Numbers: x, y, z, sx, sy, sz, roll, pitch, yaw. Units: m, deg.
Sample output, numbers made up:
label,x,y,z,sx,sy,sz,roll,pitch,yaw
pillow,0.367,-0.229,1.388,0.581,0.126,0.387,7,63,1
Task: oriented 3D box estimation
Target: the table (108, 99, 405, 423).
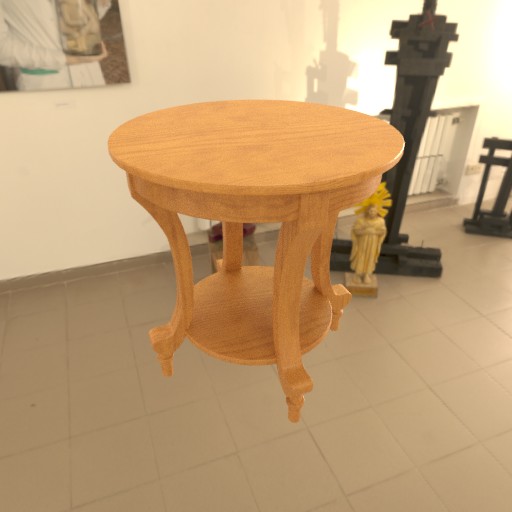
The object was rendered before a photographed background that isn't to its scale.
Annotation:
label,x,y,z,sx,sy,sz,roll,pitch,yaw
table,0.000,0.000,1.083,0.597,0.612,0.597,0,31,0
